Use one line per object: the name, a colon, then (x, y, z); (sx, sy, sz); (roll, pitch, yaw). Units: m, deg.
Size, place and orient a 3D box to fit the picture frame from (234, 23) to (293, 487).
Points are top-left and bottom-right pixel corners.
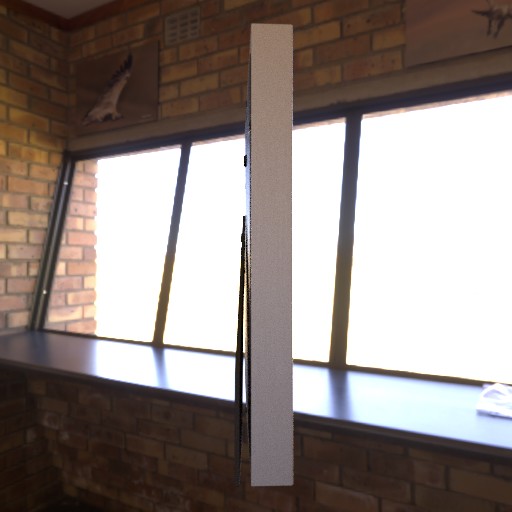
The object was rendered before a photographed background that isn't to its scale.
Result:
picture frame: (0.000, 0.000, 0.386); (0.036, 0.282, 0.233); (0, -1, -2)
